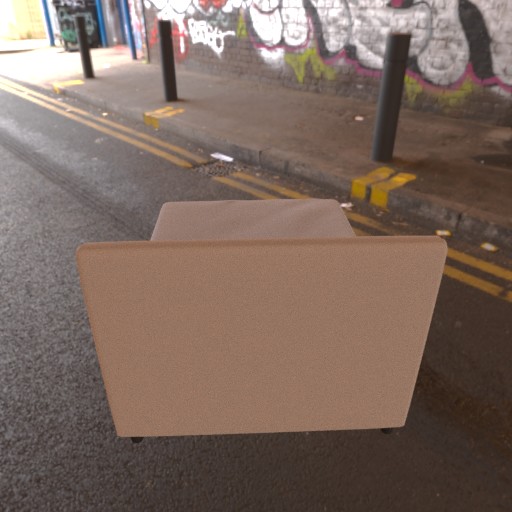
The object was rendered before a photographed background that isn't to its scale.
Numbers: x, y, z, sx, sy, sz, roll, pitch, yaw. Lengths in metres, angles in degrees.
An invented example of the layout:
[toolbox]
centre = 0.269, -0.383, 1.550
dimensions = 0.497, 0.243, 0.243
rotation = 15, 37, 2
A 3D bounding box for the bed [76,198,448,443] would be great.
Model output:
[bed]
centre = 0.000, 0.000, 3.197
dimensions = 1.748, 1.330, 2.142
rotation = -1, 30, -2
